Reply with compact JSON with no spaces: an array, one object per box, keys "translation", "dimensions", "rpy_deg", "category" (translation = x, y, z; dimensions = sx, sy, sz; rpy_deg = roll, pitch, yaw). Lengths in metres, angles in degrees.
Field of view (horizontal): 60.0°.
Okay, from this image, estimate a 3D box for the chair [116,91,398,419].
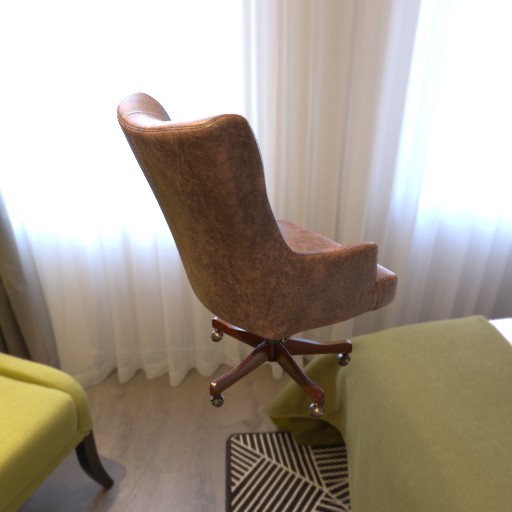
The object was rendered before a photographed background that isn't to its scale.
[{"translation":[0.000,0.000,1.503],"dimensions":[0.762,1.035,0.641],"rpy_deg":[-17,31,-31],"category":"chair"}]
